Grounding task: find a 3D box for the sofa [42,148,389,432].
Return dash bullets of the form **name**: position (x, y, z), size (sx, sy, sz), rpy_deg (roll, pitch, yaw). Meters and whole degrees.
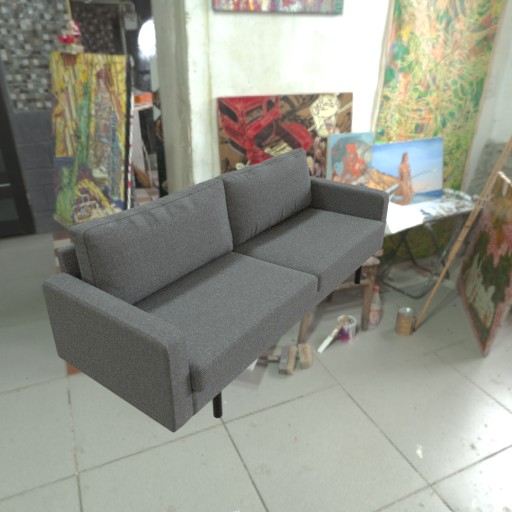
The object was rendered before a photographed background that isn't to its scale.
- **sofa**: position (0.000, 0.000, 2.688), size (0.880, 0.880, 2.200), rpy_deg (18, 32, 32)
